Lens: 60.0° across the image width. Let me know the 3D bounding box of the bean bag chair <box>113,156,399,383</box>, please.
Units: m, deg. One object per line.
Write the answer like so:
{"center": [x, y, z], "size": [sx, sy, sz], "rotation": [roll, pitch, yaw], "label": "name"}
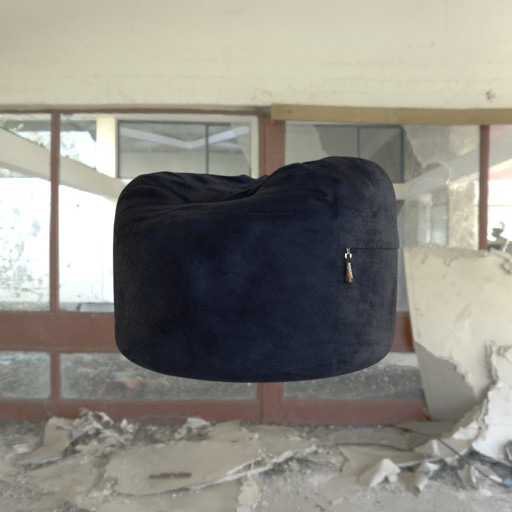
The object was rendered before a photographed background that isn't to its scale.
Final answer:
{"center": [0.000, 0.000, 1.488], "size": [0.918, 0.616, 0.918], "rotation": [0, 1, 0], "label": "bean bag chair"}
